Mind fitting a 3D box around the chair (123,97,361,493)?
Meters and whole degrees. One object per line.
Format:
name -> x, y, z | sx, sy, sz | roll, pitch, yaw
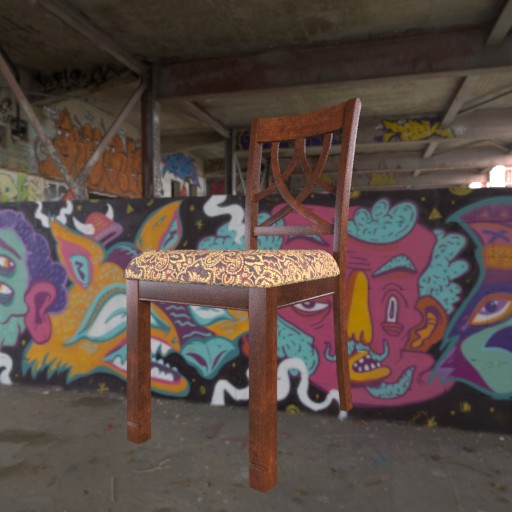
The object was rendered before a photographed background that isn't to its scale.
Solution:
chair -> 0.000, 0.000, 1.255 | 0.457, 0.965, 0.584 | 1, 1, 35
